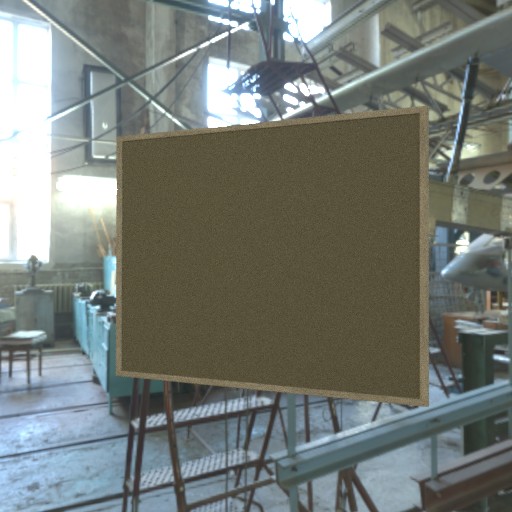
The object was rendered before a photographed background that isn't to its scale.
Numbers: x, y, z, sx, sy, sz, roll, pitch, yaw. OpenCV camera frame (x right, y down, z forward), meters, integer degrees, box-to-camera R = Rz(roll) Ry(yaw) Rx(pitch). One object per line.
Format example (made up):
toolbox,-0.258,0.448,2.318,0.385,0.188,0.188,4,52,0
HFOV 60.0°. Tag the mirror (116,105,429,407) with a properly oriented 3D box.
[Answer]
mirror,0.000,0.000,1.153,0.839,0.689,0.028,0,0,18
